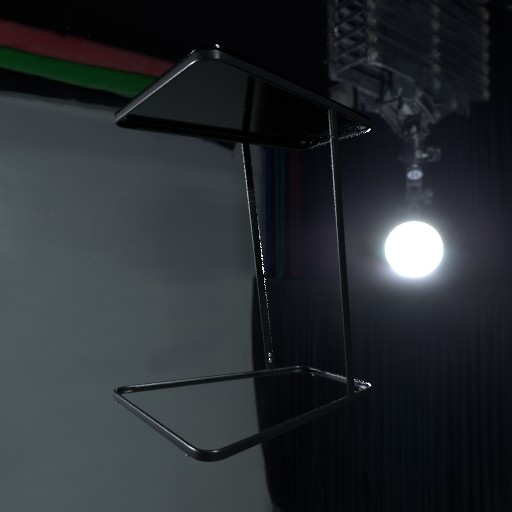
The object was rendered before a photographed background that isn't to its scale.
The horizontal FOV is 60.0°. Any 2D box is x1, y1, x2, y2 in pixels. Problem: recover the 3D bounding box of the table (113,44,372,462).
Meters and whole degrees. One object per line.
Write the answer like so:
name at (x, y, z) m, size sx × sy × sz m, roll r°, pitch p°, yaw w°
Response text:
table at (0.000, 0.000, 0.963) m, size 0.500 × 0.624 × 0.427 m, roll 1°, pitch -1°, yaw -36°
